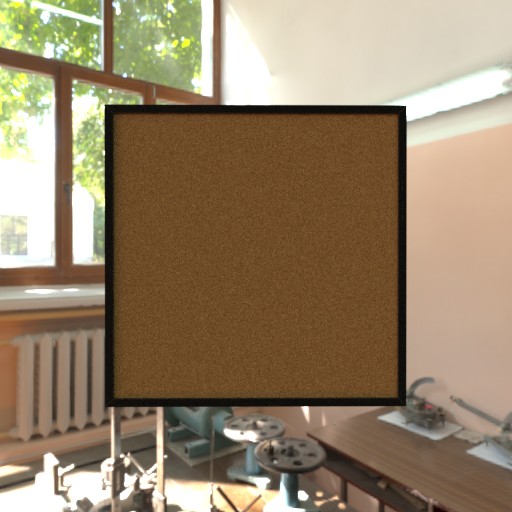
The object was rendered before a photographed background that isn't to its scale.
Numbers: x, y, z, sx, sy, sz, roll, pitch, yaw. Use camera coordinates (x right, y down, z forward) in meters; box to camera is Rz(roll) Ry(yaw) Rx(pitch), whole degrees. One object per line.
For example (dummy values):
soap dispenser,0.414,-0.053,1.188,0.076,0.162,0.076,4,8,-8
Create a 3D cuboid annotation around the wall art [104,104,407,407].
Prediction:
wall art,0.000,0.000,0.760,0.506,0.506,0.036,0,0,0
